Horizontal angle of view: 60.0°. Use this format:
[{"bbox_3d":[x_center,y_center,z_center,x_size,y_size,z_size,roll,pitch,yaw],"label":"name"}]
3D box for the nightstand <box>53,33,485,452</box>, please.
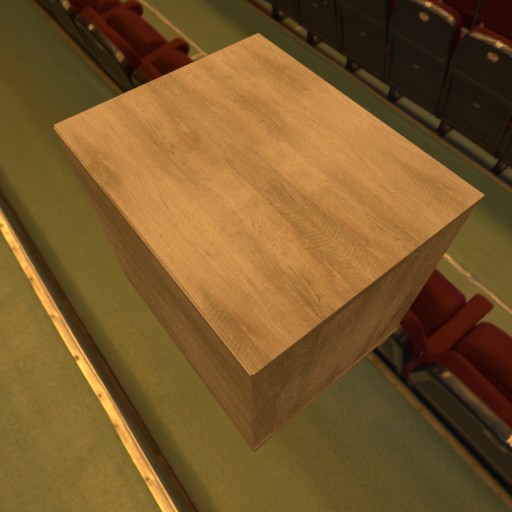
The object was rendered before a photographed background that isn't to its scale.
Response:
[{"bbox_3d":[0.000,0.000,0.739,0.347,0.448,0.427,-34,63,-20],"label":"nightstand"}]
